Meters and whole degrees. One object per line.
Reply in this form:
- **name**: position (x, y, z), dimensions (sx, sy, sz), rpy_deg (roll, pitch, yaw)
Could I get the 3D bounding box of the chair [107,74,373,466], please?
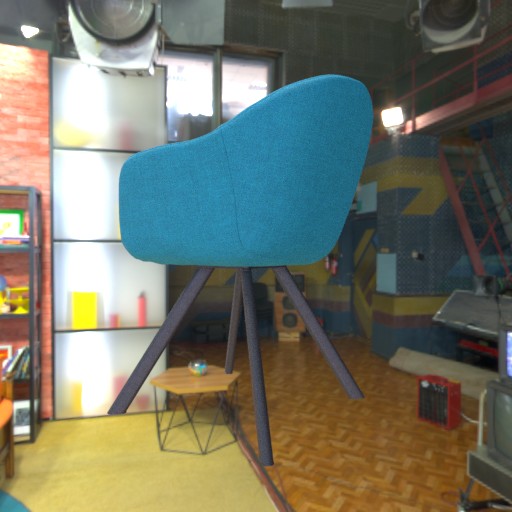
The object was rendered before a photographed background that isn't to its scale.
- **chair**: position (0.000, 0.000, 1.130), dimensions (0.565, 0.775, 0.545), rpy_deg (0, 1, 35)
